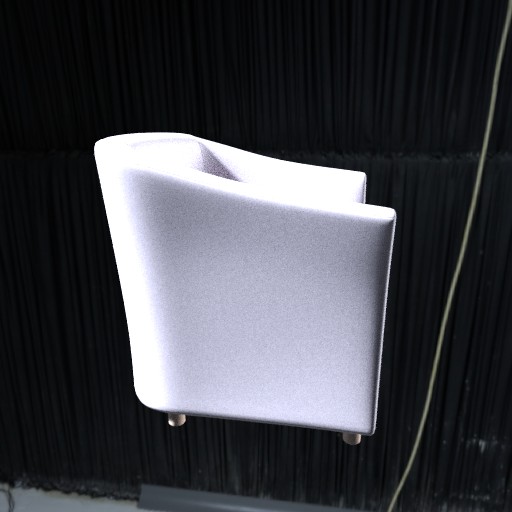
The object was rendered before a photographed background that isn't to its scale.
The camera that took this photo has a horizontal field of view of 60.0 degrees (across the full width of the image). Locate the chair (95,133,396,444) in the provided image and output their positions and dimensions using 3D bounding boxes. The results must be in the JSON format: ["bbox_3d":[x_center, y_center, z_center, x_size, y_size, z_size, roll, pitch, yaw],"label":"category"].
[{"bbox_3d":[0.000,0.000,1.350,0.700,0.720,0.790,2,16,9],"label":"chair"}]
